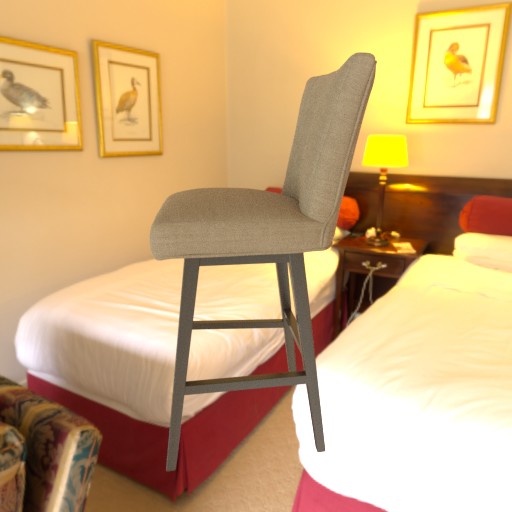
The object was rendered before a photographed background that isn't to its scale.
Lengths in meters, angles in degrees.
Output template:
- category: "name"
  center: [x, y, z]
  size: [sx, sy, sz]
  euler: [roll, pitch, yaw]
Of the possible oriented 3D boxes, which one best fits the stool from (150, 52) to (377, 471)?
- category: "stool"
  center: [0.000, 0.000, 1.362]
  size: [0.574, 1.086, 0.514]
  euler: [-2, 15, -6]
